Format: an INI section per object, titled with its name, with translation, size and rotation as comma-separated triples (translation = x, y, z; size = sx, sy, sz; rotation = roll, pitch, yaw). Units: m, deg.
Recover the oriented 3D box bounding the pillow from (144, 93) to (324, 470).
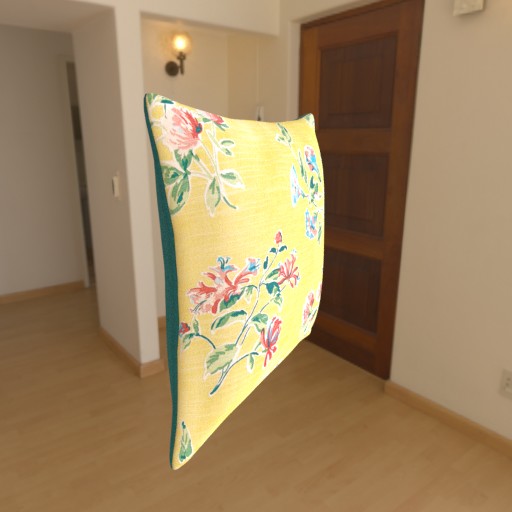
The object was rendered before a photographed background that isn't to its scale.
[pillow]
translation = 0.000, 0.000, 0.790
size = 0.166, 0.508, 0.525
rotation = 8, 17, 27
